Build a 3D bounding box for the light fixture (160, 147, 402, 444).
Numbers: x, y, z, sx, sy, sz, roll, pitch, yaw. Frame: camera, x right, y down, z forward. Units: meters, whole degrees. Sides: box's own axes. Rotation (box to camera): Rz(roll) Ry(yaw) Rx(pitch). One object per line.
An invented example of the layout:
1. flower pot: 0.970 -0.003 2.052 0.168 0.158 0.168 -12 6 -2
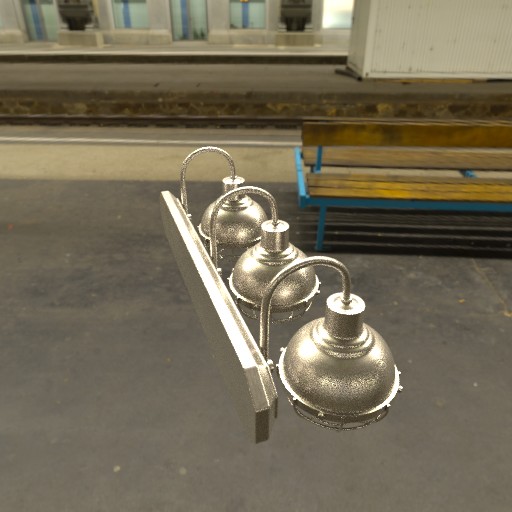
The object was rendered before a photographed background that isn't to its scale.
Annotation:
1. light fixture: 0.000 0.000 0.758 0.229 0.254 0.634 -10 31 -17
